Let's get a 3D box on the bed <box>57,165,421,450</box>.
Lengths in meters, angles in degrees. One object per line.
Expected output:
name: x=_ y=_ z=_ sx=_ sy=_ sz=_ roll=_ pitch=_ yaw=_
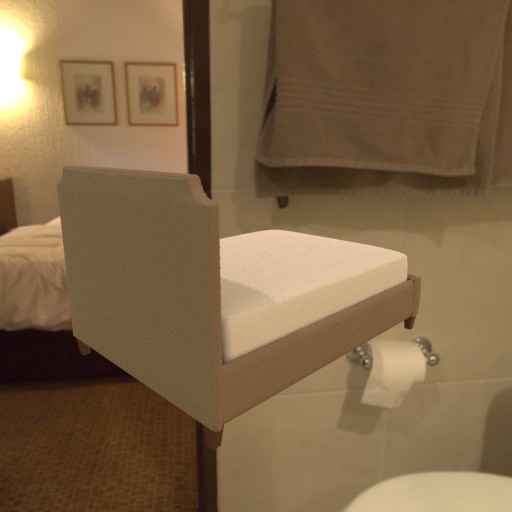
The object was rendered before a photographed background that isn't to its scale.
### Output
bed: x=0.000 y=0.000 z=3.503 sx=1.713 sy=1.443 sz=2.372 roll=14 pitch=20 yaw=43
